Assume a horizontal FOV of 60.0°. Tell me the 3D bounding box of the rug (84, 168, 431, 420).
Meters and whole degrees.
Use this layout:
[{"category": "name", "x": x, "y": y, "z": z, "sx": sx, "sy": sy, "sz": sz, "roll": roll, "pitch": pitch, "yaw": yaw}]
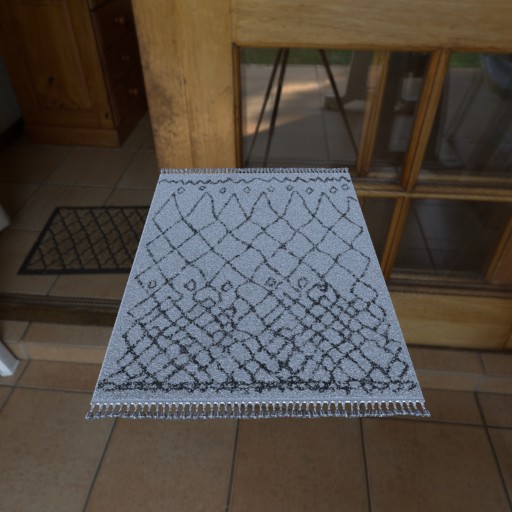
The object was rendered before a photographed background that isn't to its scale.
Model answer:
[{"category": "rug", "x": 0.000, "y": 0.000, "z": 2.934, "sx": 1.613, "sy": 0.017, "sz": 2.312, "roll": 0, "pitch": 40, "yaw": 0}]
